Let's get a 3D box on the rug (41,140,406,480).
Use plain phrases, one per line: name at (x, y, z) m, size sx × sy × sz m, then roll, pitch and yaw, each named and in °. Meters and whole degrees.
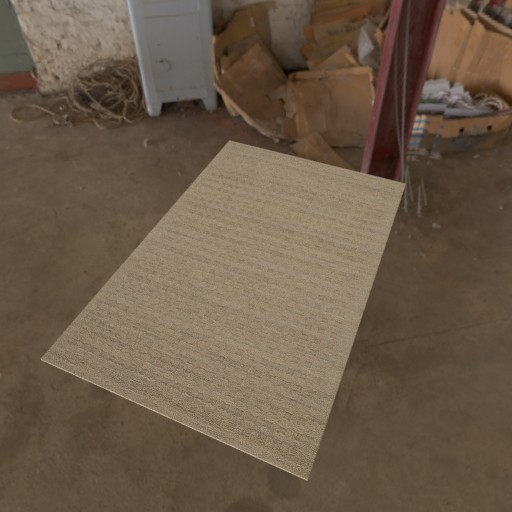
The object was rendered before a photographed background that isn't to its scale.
rug at (0.000, 0.000, 2.191) m, size 1.142 × 0.006 × 1.752 m, roll 18°, pitch 49°, yaw 16°
